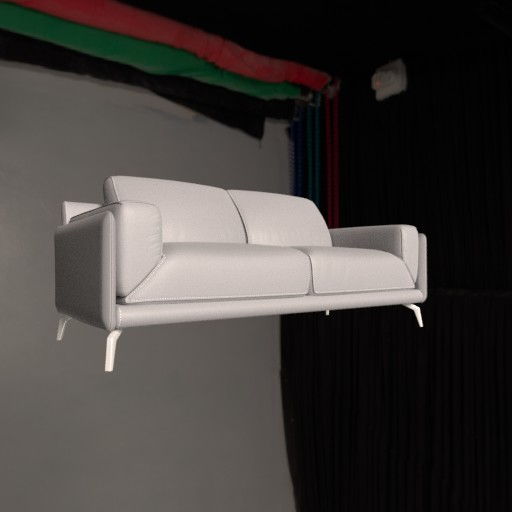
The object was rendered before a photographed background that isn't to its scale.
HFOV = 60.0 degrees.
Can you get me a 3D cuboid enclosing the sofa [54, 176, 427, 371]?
[{"bbox_3d":[0.000,0.000,2.633,2.100,0.900,0.969,1,-2,-37],"label":"sofa"}]
